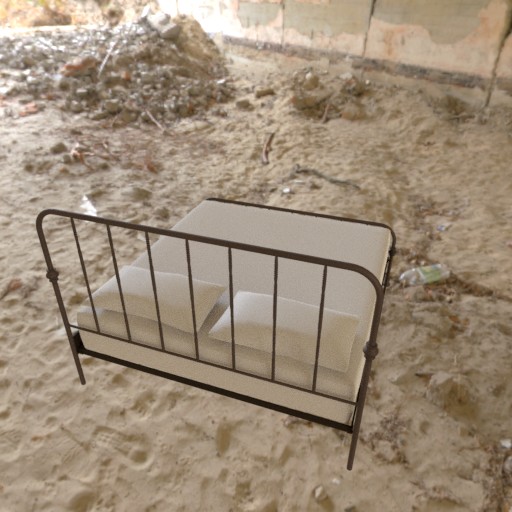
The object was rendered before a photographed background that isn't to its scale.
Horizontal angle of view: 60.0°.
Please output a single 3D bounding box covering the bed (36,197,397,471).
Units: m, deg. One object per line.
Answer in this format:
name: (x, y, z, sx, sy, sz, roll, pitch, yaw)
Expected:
bed: (0.000, 0.000, 3.444, 2.044, 1.446, 2.134, 11, 33, 17)
